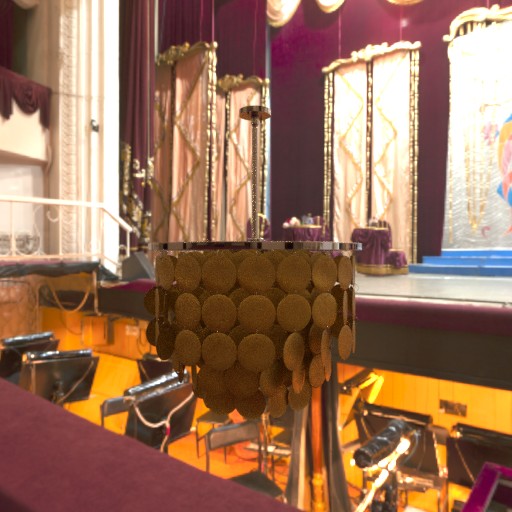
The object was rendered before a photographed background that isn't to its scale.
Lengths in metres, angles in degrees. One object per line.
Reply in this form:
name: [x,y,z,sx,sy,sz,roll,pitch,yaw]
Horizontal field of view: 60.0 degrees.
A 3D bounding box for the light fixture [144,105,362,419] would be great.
light fixture: [0.000,0.000,0.757,0.368,0.492,0.368,0,0,0]
